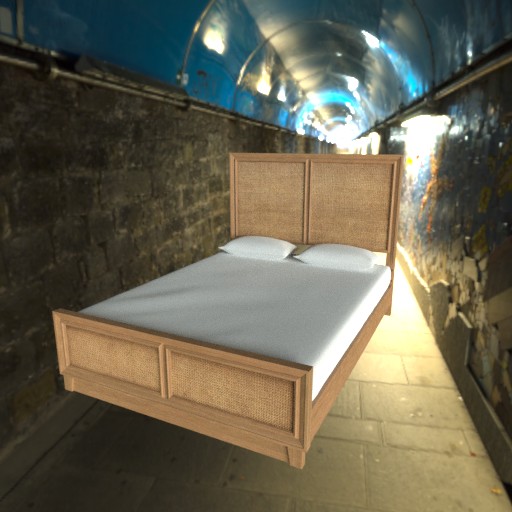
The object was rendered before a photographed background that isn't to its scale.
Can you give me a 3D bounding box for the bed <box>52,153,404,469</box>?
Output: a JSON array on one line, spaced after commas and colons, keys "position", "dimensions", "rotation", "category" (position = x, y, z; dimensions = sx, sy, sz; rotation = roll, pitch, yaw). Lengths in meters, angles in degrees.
[{"position": [0.000, 0.000, 3.181], "dimensions": [1.606, 1.387, 2.184], "rotation": [7, 16, 26], "category": "bed"}]
